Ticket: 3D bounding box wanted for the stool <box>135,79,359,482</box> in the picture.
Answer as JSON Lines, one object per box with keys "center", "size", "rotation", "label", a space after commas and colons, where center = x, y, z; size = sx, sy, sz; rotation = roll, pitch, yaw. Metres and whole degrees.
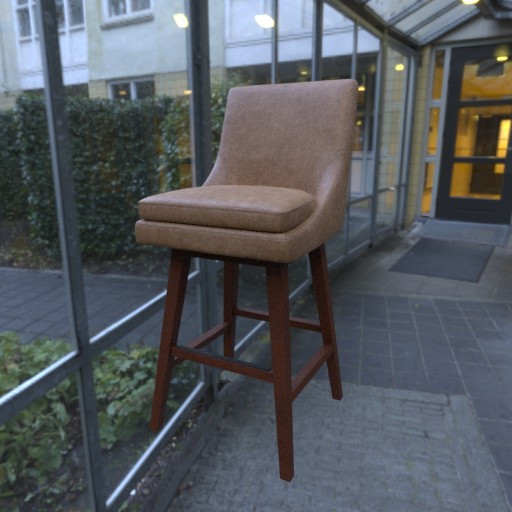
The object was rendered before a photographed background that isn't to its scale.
{"center": [0.000, 0.000, 1.393], "size": [0.487, 1.079, 0.572], "rotation": [7, 16, 27], "label": "stool"}
